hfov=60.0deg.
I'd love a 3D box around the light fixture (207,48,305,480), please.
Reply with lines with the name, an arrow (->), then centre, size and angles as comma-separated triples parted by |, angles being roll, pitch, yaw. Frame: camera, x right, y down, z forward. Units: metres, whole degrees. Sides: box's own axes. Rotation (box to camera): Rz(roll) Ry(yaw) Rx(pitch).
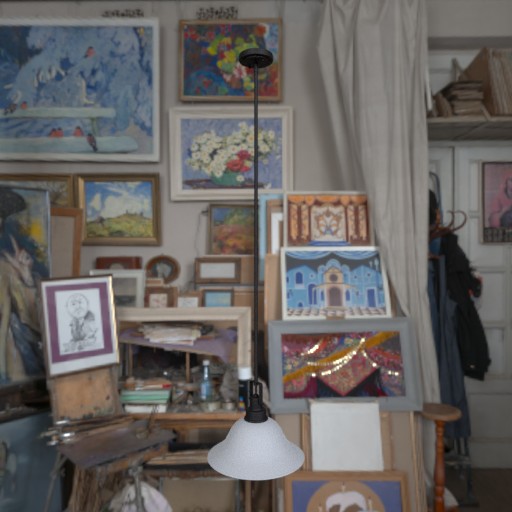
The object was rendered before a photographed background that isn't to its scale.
light fixture -> 0.000, 0.000, 1.481 | 0.324, 1.337, 0.324 | 0, 0, -37
